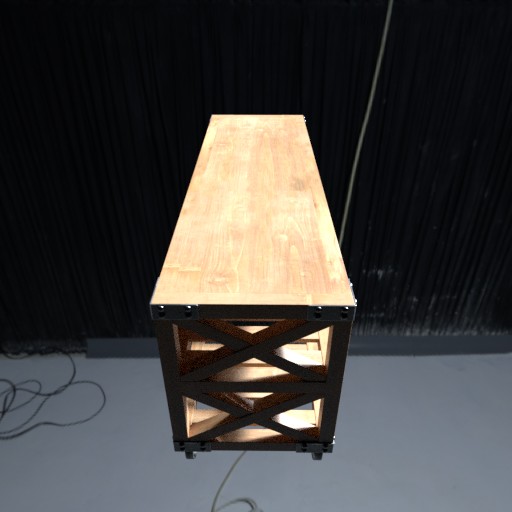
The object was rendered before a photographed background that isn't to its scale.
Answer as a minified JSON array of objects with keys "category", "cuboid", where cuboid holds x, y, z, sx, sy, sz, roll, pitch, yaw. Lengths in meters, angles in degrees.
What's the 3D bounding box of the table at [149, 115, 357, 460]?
[{"category":"table","cuboid":[0.000,0.000,1.784,0.467,0.711,1.487,0,33,0]}]
